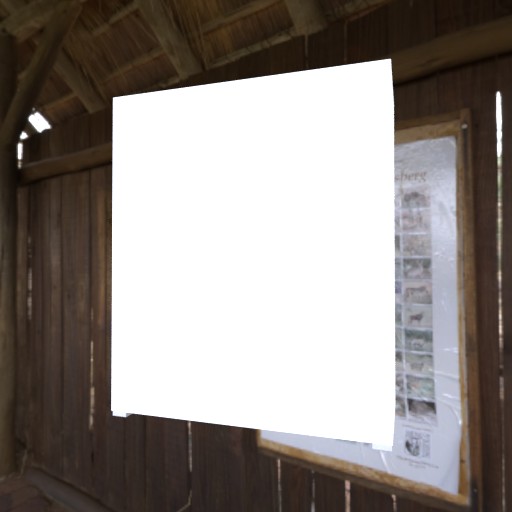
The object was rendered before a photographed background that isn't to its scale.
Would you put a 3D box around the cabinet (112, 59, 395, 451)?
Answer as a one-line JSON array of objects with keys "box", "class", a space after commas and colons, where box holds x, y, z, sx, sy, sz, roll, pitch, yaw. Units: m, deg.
[{"box": [0.000, 0.000, 1.689, 1.000, 1.190, 0.400, 0, -1, 19], "class": "cabinet"}]
